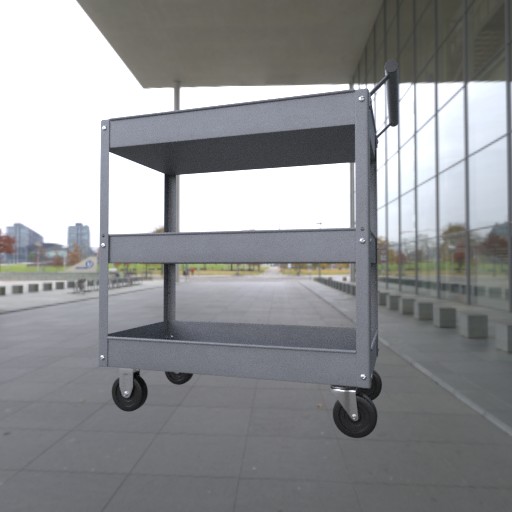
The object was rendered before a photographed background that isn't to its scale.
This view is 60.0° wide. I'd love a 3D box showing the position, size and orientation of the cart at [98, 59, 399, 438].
[{"bbox_3d":[0.000,0.000,1.164,0.719,0.780,0.366,0,-2,18],"label":"cart"}]
